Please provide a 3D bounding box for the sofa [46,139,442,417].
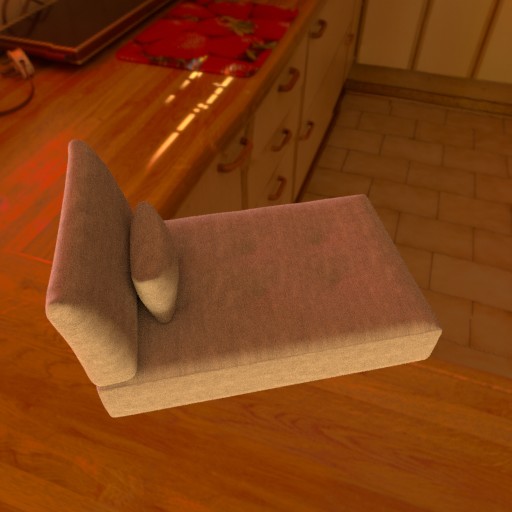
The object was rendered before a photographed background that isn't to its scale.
[{"bbox_3d":[0.000,0.000,1.950,1.450,0.820,0.930,-8,48,-8],"label":"sofa"}]
